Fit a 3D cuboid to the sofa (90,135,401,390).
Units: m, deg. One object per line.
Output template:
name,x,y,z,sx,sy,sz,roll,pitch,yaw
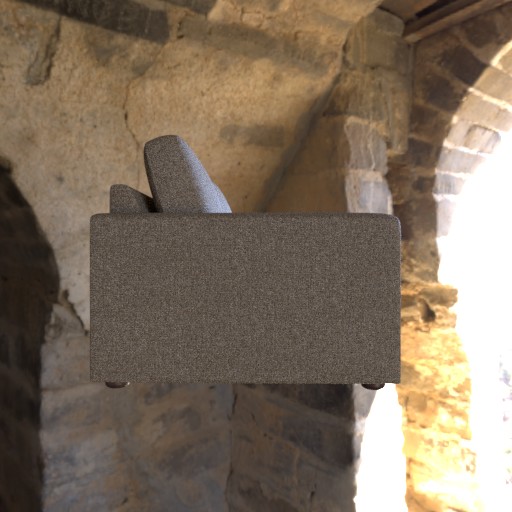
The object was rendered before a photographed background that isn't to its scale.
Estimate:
sofa,0.000,0.000,2.181,1.016,0.873,1.616,0,0,1
